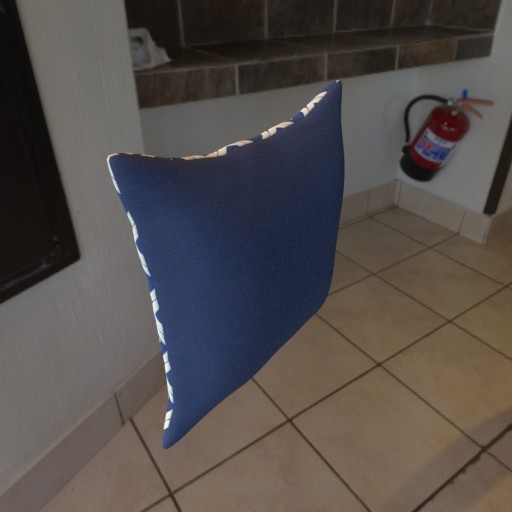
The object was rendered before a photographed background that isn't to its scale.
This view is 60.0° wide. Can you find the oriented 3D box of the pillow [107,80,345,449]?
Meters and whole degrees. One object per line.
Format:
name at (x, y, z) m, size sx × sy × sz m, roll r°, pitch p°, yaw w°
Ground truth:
pillow at (0.000, 0.000, 0.753) m, size 0.188 × 0.494 × 0.504 m, roll 22°, pitch 38°, yaw 30°
